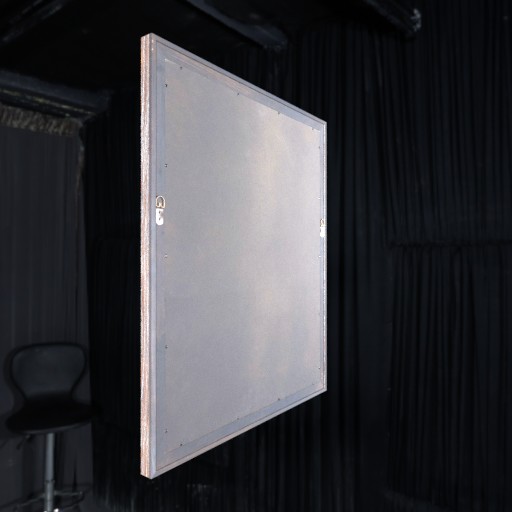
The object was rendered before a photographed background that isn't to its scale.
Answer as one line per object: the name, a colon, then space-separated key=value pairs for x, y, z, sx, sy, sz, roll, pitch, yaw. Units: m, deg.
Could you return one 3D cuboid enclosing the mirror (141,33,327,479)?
mirror: x=0.000 y=0.000 z=1.178 sx=0.032 sy=0.882 sz=0.730 roll=0 pitch=0 yaw=37
